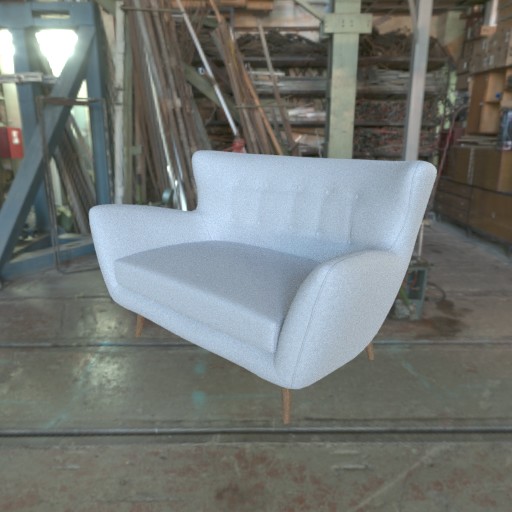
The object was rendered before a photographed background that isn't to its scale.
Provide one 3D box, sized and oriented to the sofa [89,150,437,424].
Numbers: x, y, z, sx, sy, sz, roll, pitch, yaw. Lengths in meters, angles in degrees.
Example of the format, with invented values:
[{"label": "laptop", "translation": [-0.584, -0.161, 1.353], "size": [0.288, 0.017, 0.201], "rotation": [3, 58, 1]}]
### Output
[{"label": "sofa", "translation": [0.000, 0.000, 2.004], "size": [1.424, 0.878, 0.921], "rotation": [15, 22, 42]}]
